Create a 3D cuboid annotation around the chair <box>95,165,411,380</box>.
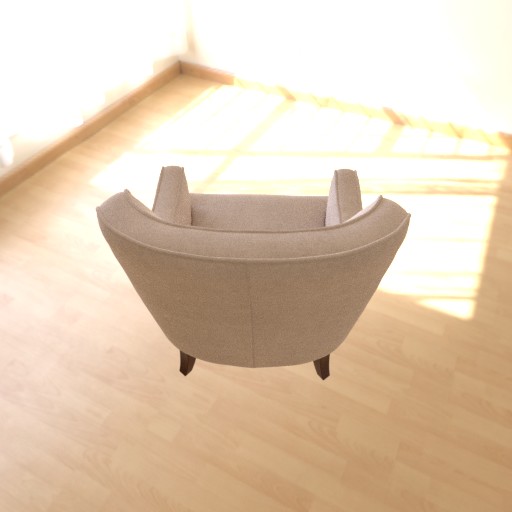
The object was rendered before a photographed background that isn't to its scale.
[{"bbox_3d":[0.000,0.000,1.574,0.781,0.920,0.910,1,46,1],"label":"chair"}]
